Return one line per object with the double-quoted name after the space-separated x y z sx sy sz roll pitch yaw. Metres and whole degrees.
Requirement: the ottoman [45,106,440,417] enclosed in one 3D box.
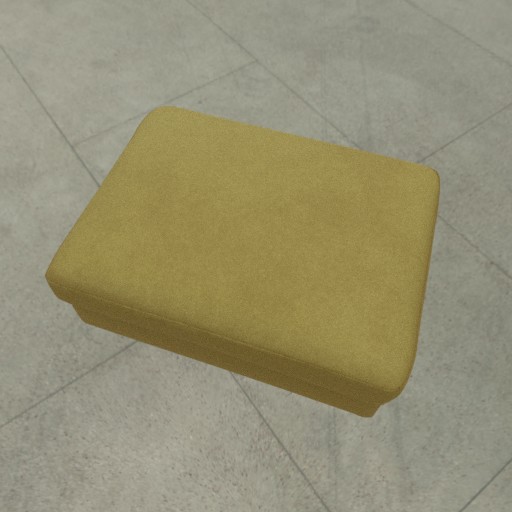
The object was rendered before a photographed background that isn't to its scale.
0.000 0.000 1.162 0.811 0.449 0.608 16 60 10 "ottoman"
